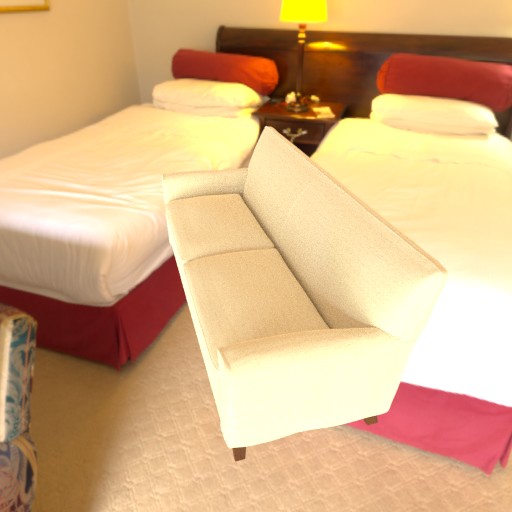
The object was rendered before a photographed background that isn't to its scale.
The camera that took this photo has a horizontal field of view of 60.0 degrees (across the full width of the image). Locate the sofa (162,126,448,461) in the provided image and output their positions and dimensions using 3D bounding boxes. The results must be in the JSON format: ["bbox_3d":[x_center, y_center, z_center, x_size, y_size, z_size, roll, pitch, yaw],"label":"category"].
[{"bbox_3d":[0.000,0.000,2.503,0.841,0.907,2.001,-9,33,-14],"label":"sofa"}]
